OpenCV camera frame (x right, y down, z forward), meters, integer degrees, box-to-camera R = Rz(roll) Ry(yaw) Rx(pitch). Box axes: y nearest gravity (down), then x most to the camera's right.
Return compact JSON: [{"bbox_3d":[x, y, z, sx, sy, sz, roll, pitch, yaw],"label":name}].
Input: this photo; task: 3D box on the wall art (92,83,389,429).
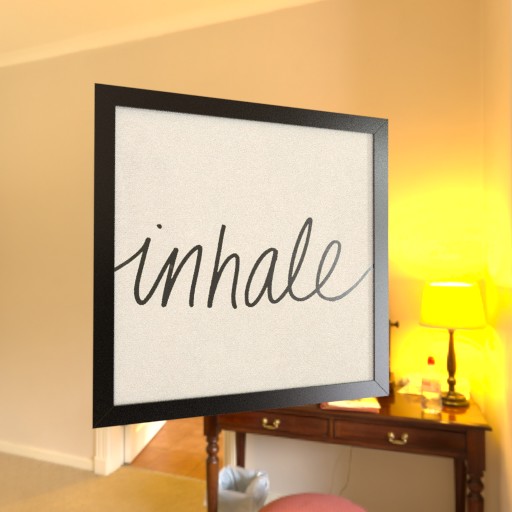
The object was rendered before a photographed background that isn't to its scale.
[{"bbox_3d":[0.000,0.000,0.647,0.446,0.445,0.014,0,-1,-19],"label":"wall art"}]
